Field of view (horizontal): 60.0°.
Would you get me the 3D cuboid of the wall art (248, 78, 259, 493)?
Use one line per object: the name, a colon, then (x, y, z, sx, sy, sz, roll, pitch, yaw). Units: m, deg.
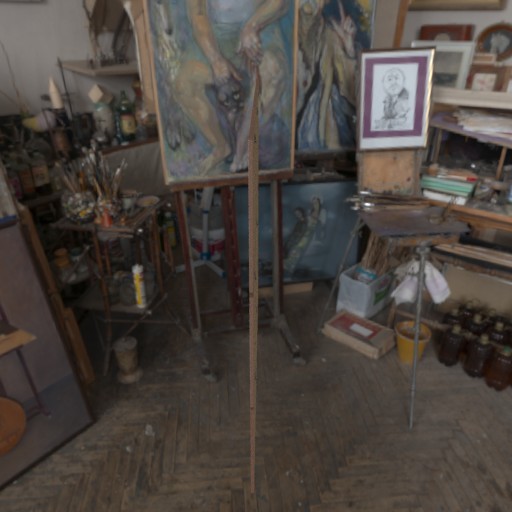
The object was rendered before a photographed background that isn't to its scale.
wall art: (0.000, 0.000, 2.258, 0.019, 1.532, 1.533, 0, 28, 1)
